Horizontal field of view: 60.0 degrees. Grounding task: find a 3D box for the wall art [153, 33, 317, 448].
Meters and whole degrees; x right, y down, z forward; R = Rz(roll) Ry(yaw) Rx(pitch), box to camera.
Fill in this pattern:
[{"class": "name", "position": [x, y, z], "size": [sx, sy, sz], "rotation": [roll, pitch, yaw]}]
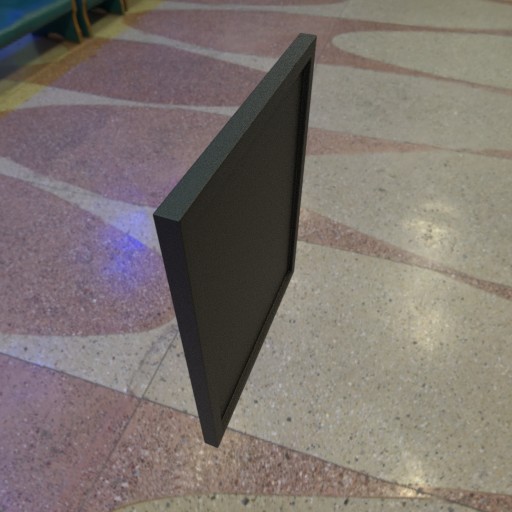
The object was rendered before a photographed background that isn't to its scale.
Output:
[{"class": "wall art", "position": [0.000, 0.000, 0.750], "size": [0.028, 0.559, 0.457], "rotation": [16, 49, 14]}]
